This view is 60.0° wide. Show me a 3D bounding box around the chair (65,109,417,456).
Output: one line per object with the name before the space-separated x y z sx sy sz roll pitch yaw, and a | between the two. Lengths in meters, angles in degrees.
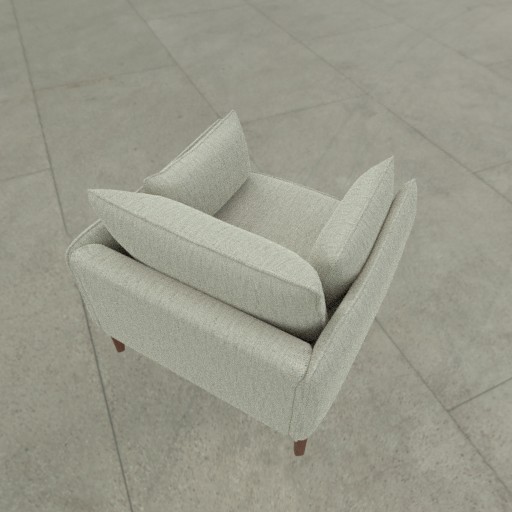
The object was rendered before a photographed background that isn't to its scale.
chair | 0.000 0.000 1.740 0.994 0.855 0.991 23 51 20
